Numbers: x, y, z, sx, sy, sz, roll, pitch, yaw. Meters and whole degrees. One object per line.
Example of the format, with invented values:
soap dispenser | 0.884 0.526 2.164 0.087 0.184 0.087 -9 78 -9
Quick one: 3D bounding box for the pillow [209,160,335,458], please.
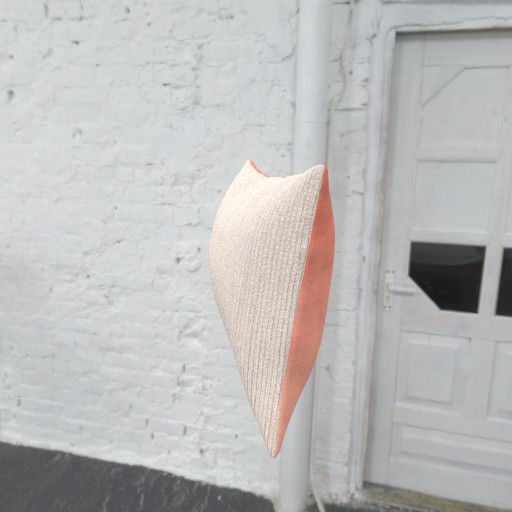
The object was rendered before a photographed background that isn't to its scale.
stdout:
pillow | 0.000 0.000 0.734 0.155 0.307 0.608 -2 13 -7
